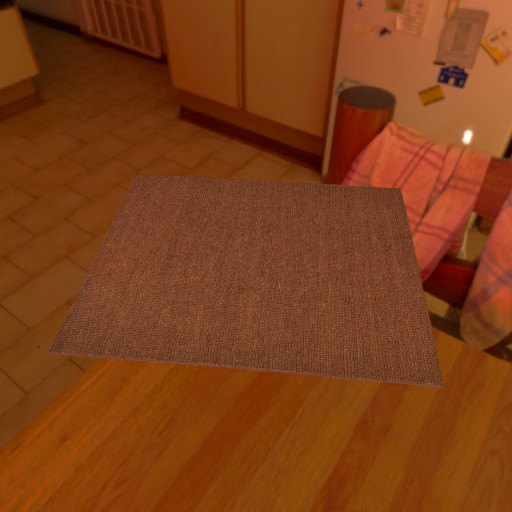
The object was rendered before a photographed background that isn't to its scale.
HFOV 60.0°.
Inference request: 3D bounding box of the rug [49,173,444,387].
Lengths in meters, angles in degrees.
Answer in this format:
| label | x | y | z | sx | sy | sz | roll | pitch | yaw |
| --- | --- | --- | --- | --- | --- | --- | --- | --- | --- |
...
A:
| label | x | y | z | sx | sy | sz | roll | pitch | yaw |
| --- | --- | --- | --- | --- | --- | --- | --- | --- | --- |
| rug | 0.000 | 0.000 | 4.257 | 3.068 | 0.021 | 2.456 | 4 | 46 | 4 |
